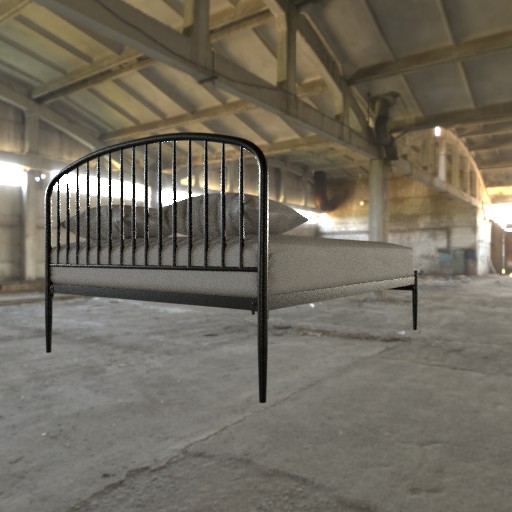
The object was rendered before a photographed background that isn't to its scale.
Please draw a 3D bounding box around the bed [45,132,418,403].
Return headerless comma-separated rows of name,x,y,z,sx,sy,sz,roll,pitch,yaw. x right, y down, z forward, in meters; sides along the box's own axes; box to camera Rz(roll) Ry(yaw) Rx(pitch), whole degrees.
bed,0.000,0.000,3.088,1.618,1.166,2.159,0,0,35
